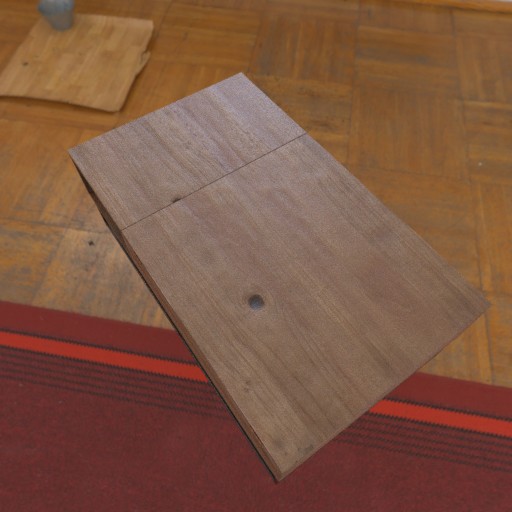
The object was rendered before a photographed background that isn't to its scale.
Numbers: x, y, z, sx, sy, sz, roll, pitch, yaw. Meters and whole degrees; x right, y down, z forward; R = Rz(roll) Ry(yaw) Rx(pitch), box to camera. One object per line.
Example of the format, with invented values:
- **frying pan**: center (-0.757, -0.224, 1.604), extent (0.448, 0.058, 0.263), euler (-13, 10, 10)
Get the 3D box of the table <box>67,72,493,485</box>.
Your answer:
- **table**: center (0.000, 0.000, 1.396), extent (0.655, 0.395, 1.101), euler (-31, 64, -18)
